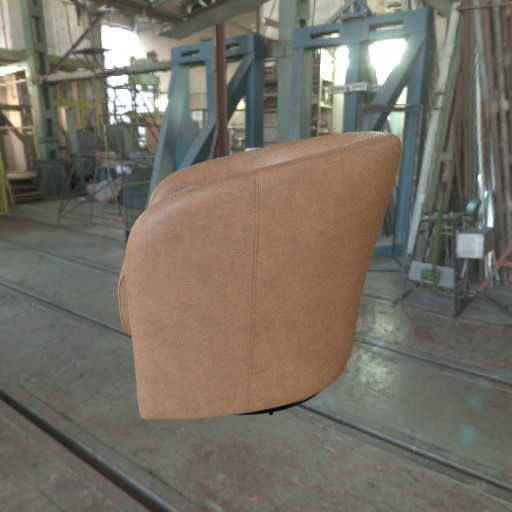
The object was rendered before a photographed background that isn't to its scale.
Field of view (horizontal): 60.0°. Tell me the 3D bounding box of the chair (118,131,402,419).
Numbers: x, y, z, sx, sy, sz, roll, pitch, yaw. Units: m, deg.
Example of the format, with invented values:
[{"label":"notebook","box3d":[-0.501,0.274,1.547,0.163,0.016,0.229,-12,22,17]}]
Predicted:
[{"label":"chair","box3d":[0.000,0.000,1.423,0.815,0.771,0.791,-2,15,-8]}]
